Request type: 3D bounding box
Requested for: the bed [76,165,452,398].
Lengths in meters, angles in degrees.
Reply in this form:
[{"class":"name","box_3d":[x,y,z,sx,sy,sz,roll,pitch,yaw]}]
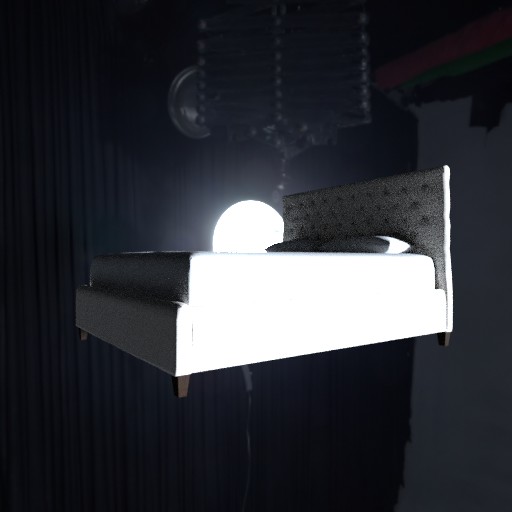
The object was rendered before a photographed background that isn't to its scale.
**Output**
[{"class":"bed","box_3d":[0.000,0.000,3.677,2.387,1.427,2.078,0,-1,-35]}]
